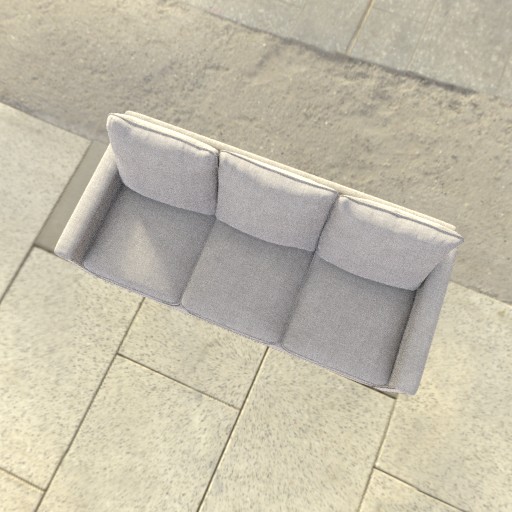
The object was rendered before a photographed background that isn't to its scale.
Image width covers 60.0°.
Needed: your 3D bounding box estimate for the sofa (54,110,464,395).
[{"bbox_3d":[0.000,0.000,2.394,1.925,0.959,0.828,21,76,5],"label":"sofa"}]
